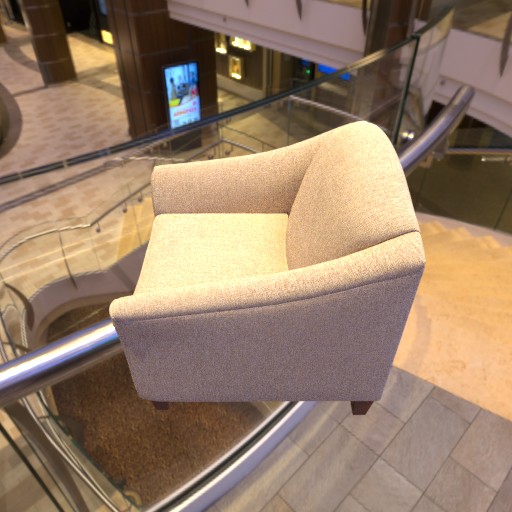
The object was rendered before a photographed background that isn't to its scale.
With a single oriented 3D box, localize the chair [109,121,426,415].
[{"bbox_3d":[0.000,0.000,1.485,0.787,0.839,0.763,-1,41,-1],"label":"chair"}]
